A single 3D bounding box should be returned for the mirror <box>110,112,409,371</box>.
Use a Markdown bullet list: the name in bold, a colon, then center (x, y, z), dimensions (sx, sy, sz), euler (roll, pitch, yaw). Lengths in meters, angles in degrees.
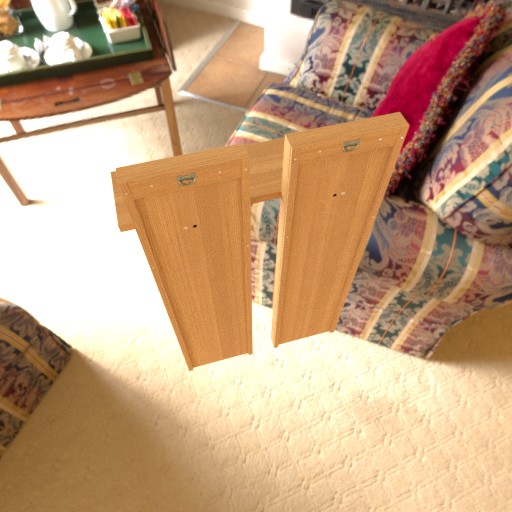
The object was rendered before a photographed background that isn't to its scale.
- **mirror**: center (0.000, 0.000, 1.620), dimensions (0.800, 1.250, 0.260), euler (-13, 58, -9)
